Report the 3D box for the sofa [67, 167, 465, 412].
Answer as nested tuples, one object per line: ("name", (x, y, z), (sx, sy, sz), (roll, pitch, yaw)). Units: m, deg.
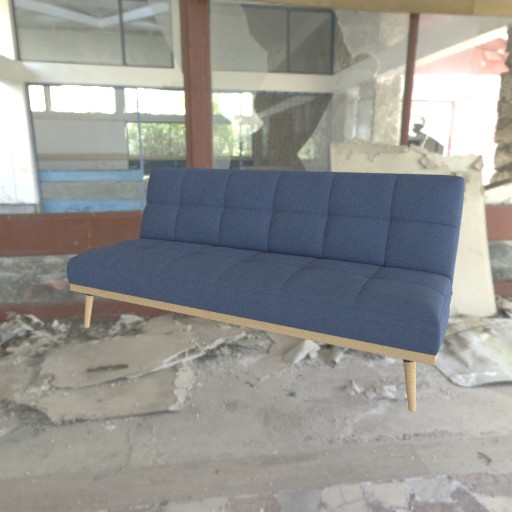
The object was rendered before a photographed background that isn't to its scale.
("sofa", (0.000, 0.000, 2.185), (1.800, 0.800, 0.796), (7, 15, 27))
